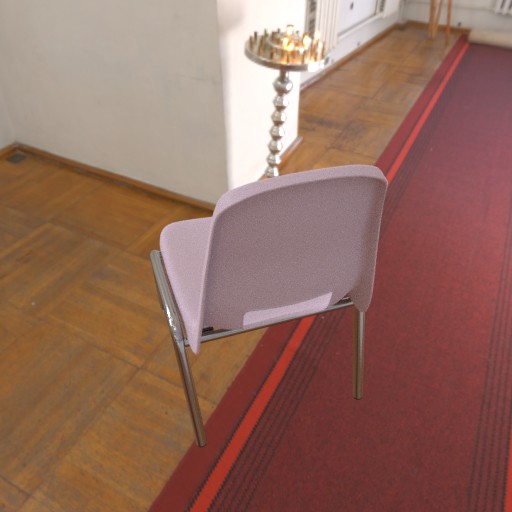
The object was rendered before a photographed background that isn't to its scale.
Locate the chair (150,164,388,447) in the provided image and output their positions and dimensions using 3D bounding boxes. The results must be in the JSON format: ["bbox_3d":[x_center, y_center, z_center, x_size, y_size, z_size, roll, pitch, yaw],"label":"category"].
[{"bbox_3d":[0.000,0.000,0.775,0.354,0.536,0.385,-12,42,-13],"label":"chair"}]
